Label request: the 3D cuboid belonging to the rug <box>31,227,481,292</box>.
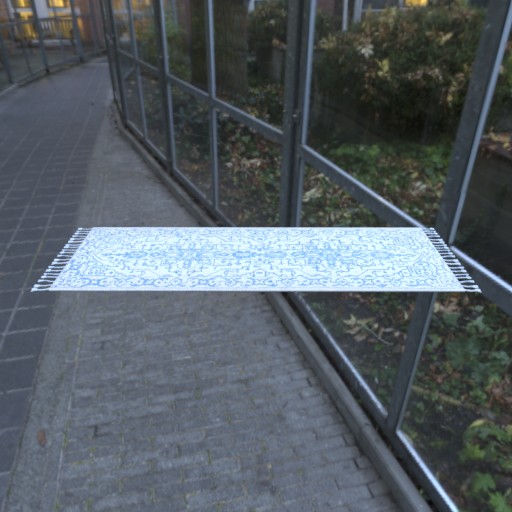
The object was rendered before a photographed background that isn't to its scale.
[{"bbox_3d":[0.000,0.000,2.726,2.449,0.011,0.774,0,30,0],"label":"rug"}]
